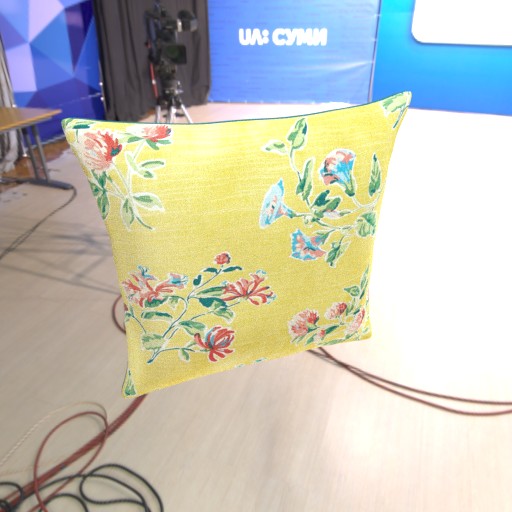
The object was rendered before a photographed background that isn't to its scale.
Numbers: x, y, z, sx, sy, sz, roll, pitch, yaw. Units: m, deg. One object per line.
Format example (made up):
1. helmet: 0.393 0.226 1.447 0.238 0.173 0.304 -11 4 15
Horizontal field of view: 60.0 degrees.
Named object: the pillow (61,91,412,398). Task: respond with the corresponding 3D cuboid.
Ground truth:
1. pillow: 0.000 0.000 0.763 0.525 0.508 0.166 -10 33 -16
